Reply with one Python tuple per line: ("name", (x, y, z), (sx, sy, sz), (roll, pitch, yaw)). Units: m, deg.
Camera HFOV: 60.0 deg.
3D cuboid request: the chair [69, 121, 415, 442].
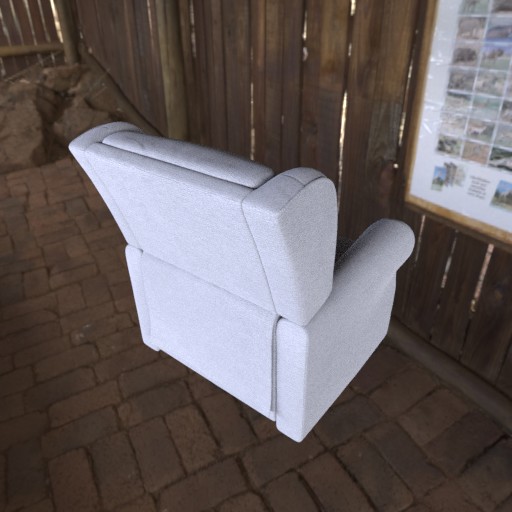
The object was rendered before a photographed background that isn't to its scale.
("chair", (0.000, 0.000, 1.629), (0.906, 0.966, 0.854), (22, 37, 32))
